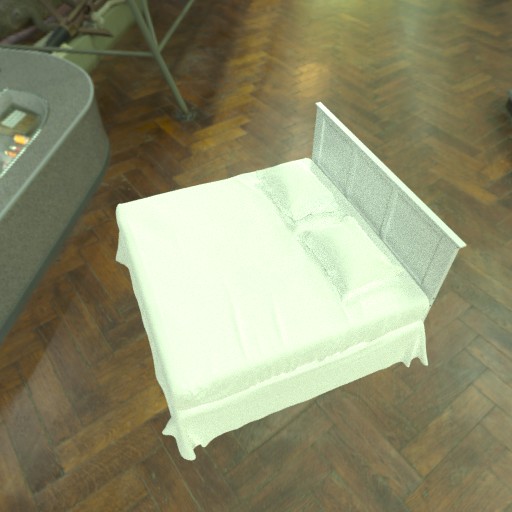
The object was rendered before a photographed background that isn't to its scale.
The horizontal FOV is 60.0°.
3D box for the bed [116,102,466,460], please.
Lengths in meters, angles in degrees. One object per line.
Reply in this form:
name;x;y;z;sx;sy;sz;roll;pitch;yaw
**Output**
bed;0.000;0.000;3.659;2.215;1.273;2.317;-17;50;-15
